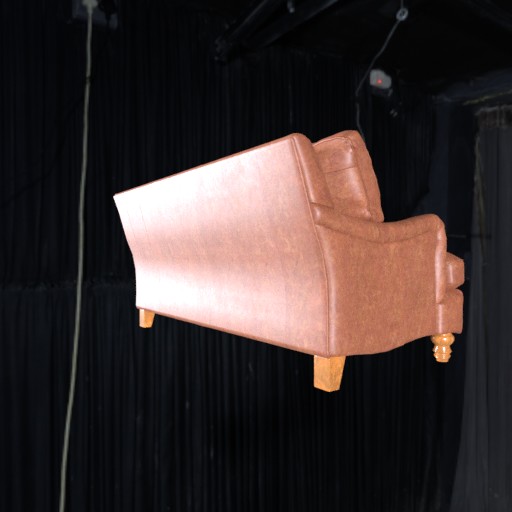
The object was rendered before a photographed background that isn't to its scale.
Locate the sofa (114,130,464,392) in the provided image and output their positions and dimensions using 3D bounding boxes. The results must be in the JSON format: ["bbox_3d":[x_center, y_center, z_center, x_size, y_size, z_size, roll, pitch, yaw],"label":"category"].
[{"bbox_3d":[0.000,0.000,2.777,1.147,1.071,2.144,0,0,-36],"label":"sofa"}]
